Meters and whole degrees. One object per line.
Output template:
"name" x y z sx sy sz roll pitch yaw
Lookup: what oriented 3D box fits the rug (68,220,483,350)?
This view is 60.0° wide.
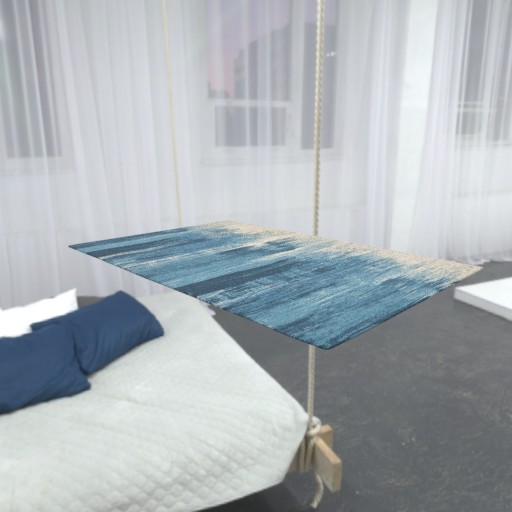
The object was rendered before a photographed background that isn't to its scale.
"rug" 0.000 0.000 2.305 1.232 0.009 1.836 -14 20 -43
